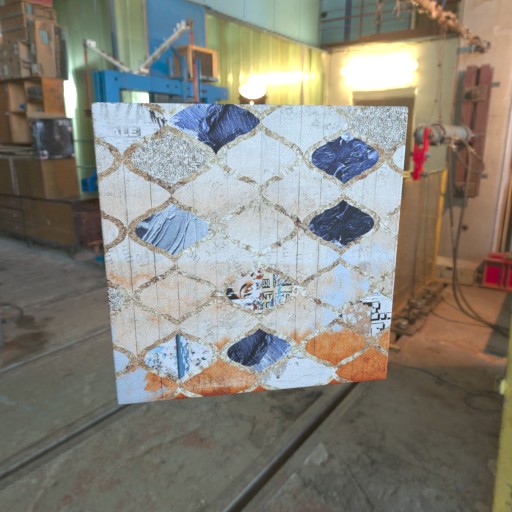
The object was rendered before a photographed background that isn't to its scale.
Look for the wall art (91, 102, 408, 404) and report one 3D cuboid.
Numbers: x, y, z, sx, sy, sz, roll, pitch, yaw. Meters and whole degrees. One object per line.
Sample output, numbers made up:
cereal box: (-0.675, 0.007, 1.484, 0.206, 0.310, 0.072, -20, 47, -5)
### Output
wall art: (0.000, 0.000, 0.472, 0.303, 0.304, 0.036, -3, 15, -10)
